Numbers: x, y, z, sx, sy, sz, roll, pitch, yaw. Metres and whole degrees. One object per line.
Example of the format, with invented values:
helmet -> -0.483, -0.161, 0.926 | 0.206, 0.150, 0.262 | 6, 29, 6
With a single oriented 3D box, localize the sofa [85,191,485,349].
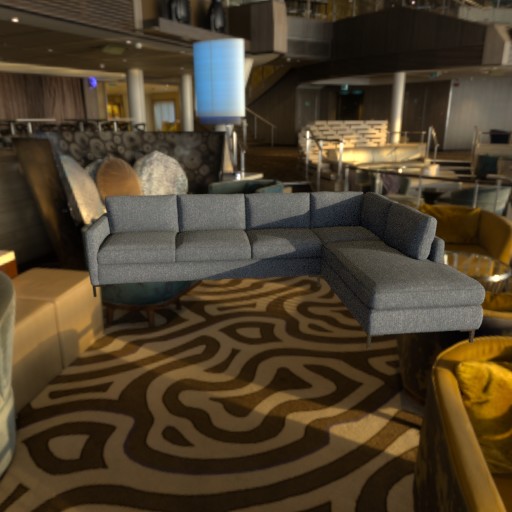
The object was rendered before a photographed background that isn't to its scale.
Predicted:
sofa -> 0.000, 0.000, 3.781 | 2.949, 0.815, 2.007 | -2, 17, -6
